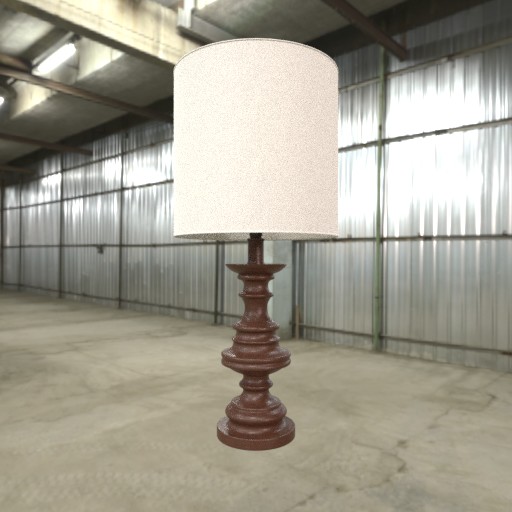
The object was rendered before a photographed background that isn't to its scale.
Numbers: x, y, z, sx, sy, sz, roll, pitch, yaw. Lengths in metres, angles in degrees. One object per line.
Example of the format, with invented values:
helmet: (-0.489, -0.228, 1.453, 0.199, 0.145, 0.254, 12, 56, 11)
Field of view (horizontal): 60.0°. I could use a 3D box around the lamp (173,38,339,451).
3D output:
lamp: (0.000, 0.000, 0.568, 0.208, 0.455, 0.208, 0, 0, -18)
